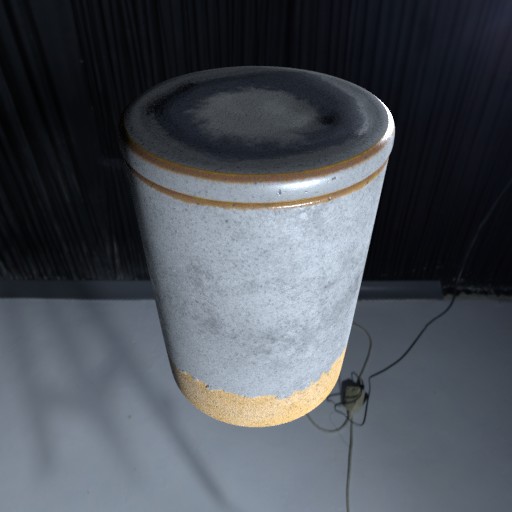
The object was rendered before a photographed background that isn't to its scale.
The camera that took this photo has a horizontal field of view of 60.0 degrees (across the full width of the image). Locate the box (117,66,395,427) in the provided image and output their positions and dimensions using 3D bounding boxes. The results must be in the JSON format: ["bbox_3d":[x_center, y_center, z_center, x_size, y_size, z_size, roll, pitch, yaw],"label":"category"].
[{"bbox_3d":[0.000,0.000,0.245,0.118,0.168,0.118,0,41,0],"label":"box"}]
